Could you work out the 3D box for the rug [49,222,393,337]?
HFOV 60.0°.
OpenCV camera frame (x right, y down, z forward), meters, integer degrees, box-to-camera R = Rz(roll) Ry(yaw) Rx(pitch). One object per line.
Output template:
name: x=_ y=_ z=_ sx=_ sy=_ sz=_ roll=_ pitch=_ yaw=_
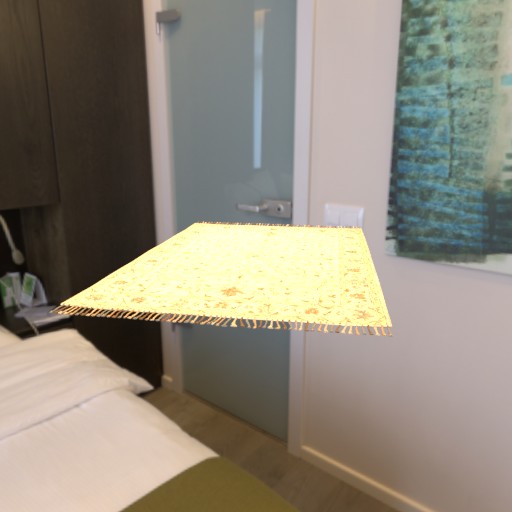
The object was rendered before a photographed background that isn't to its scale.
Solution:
rug: x=0.000 y=0.000 z=2.385 sx=1.218 sy=0.017 sz=1.861 roll=2 pitch=15 yaw=9
